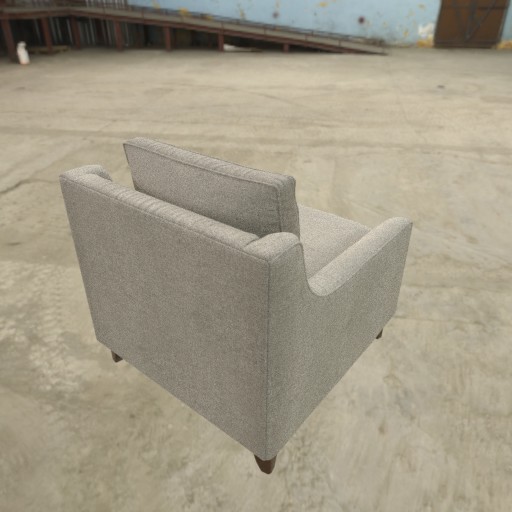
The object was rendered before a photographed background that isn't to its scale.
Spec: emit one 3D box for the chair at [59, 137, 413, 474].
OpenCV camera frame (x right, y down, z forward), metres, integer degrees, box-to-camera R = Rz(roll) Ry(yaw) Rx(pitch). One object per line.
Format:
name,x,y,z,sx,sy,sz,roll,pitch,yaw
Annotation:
chair,0.000,0.000,1.597,0.838,0.864,0.918,22,37,33
